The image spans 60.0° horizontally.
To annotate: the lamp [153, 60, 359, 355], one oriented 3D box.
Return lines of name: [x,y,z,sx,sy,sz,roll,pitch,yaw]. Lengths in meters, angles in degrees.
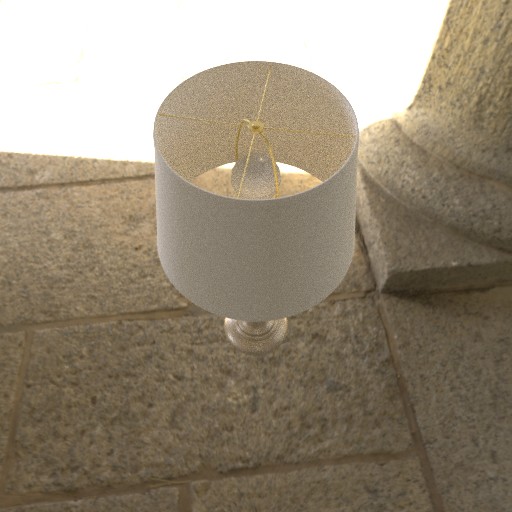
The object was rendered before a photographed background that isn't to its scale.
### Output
lamp: [0.000,0.000,0.805,0.328,0.612,0.328,0,57,0]
